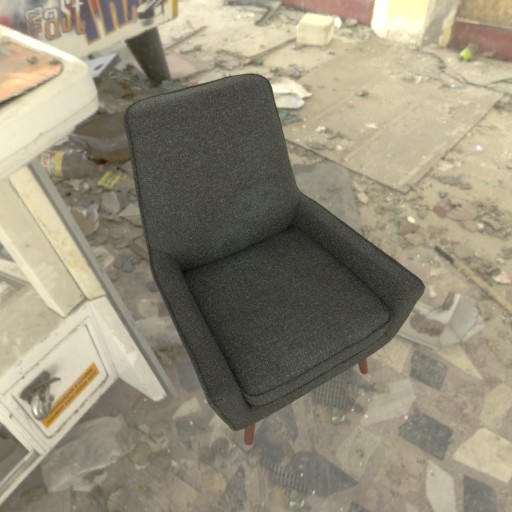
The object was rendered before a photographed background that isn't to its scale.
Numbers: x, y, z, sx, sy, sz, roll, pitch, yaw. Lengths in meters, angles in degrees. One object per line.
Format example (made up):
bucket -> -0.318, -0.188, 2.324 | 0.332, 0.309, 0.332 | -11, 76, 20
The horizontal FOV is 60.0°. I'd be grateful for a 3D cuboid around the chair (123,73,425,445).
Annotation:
chair -> 0.000, 0.000, 1.510 | 0.763, 0.883, 0.859 | -24, 51, -21
